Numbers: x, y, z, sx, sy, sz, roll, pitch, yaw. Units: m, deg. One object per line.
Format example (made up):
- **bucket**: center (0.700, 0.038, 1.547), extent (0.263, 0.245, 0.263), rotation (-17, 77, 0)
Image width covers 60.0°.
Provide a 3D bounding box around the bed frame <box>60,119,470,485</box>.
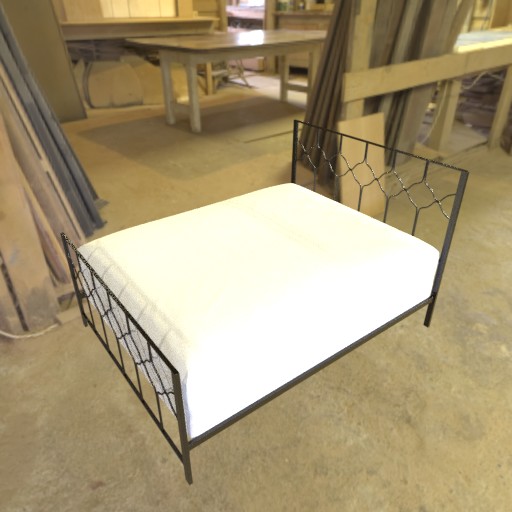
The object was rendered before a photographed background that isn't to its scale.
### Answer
- **bed frame**: center (0.000, 0.000, 3.028), extent (2.063, 1.222, 1.597), rotation (-21, 37, -31)
